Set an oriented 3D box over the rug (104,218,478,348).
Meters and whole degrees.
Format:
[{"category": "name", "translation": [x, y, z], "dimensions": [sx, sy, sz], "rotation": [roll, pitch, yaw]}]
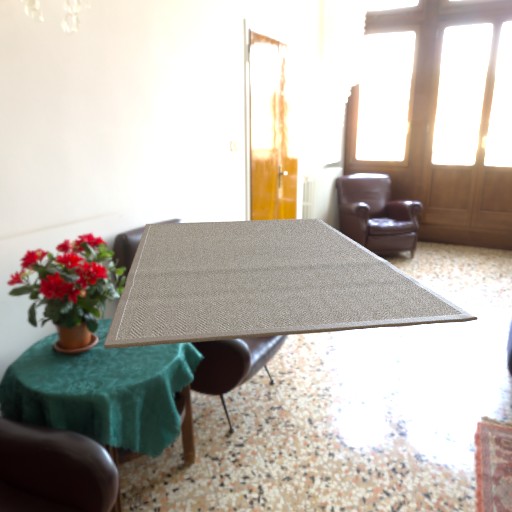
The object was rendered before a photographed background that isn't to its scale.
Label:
[{"category": "rug", "translation": [0.000, 0.000, 2.853], "dimensions": [1.540, 0.021, 2.290], "rotation": [-3, 16, -9]}]
